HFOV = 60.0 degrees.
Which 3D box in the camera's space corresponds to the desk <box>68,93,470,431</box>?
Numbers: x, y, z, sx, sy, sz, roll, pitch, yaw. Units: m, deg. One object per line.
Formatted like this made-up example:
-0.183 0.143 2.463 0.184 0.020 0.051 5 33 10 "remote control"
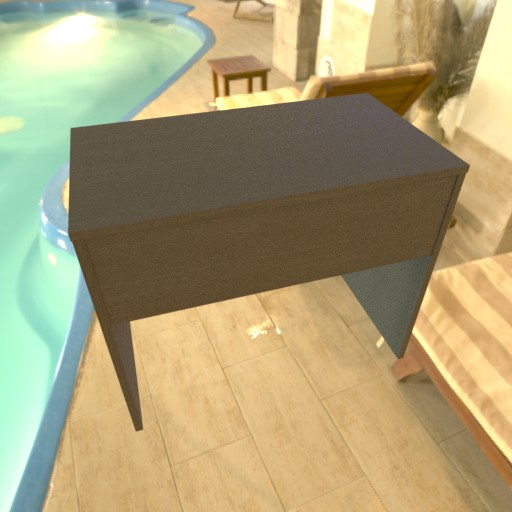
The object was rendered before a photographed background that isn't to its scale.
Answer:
0.000 0.000 1.346 0.893 0.724 0.498 -11 41 -13 "desk"
